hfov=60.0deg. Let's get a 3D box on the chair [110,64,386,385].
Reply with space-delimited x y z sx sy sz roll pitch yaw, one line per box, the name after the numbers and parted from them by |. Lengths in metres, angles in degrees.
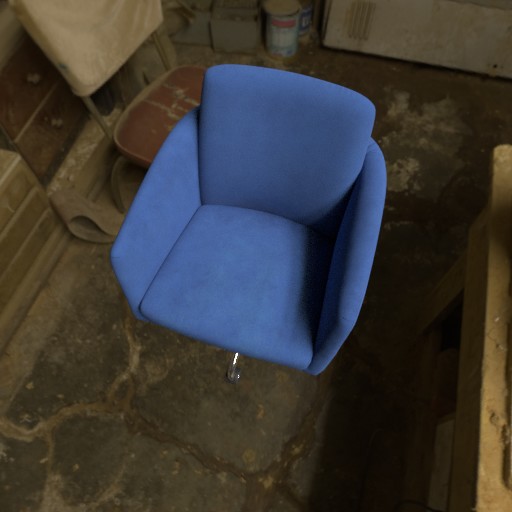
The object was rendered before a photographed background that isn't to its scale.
0.000 0.000 1.367 0.641 0.908 0.635 16 61 9 | chair
